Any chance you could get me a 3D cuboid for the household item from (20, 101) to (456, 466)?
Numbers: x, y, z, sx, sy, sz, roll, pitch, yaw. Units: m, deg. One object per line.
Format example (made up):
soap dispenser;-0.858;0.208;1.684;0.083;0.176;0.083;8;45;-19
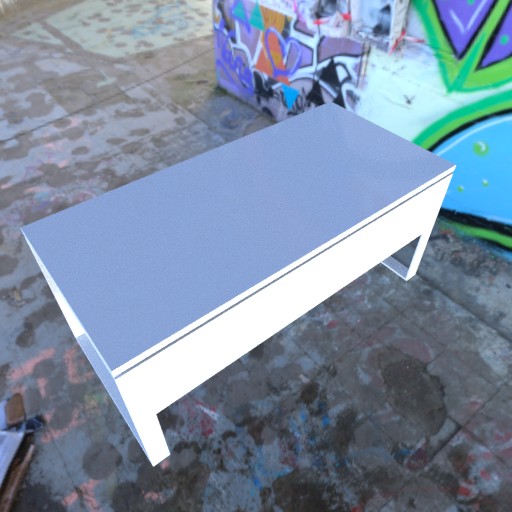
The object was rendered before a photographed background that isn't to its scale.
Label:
household item;0.000;0.000;2.135;1.700;0.745;0.800;-29;52;-26
